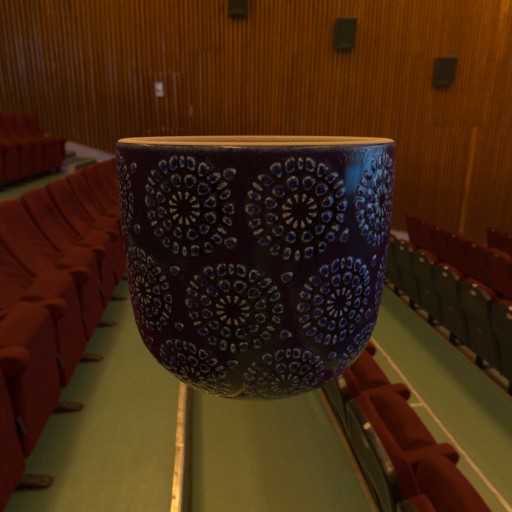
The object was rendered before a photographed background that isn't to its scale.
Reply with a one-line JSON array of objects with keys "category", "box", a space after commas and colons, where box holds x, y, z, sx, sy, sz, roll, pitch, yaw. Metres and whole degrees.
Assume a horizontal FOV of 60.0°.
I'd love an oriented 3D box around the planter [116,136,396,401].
[{"category": "planter", "box": [0.000, 0.000, 0.290, 0.165, 0.149, 0.165, 0, 16, 0]}]
